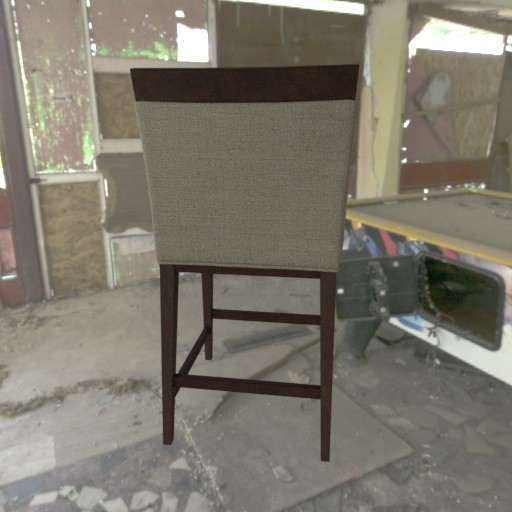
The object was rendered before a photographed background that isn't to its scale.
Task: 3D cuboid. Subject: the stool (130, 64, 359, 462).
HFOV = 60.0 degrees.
[{"bbox_3d":[0.000,0.000,1.329,0.512,1.009,0.531,2,17,8],"label":"stool"}]
